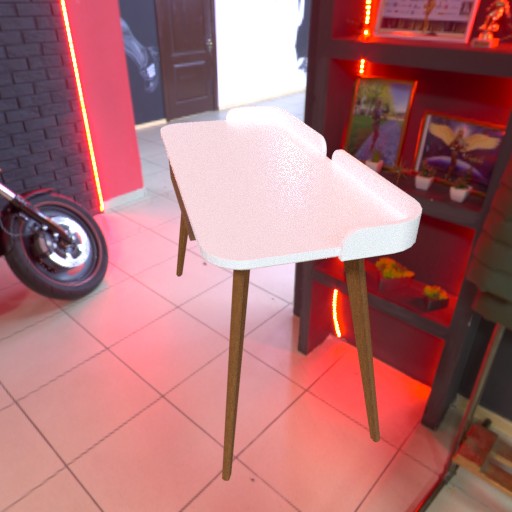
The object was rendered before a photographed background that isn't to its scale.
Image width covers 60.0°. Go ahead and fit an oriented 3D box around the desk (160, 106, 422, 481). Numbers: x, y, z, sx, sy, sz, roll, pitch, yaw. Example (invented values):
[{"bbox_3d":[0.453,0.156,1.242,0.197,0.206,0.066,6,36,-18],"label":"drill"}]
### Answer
[{"bbox_3d":[0.000,0.000,1.638,0.534,0.807,1.206,-8,32,-13],"label":"desk"}]
